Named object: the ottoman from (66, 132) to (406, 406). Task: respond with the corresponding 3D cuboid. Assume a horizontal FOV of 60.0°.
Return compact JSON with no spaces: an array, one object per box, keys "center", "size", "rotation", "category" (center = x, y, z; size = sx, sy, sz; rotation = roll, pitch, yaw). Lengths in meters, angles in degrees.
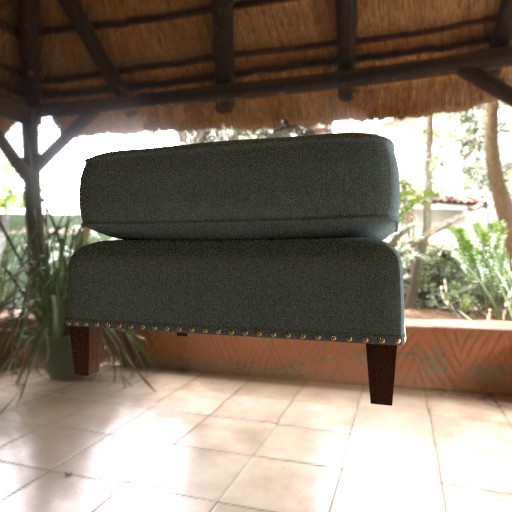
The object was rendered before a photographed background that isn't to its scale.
[{"center":[0.000,0.000,1.165],"size":[0.738,0.537,0.589],"rotation":[0,0,18],"category":"ottoman"}]
